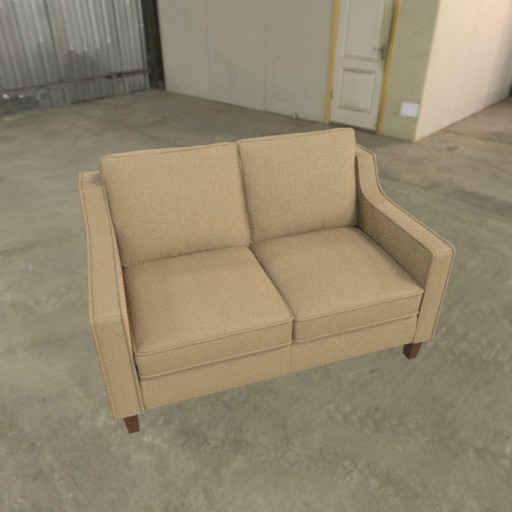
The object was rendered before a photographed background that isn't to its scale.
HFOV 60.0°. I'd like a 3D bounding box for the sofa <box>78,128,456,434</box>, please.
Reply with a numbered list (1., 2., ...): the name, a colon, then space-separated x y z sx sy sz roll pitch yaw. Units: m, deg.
1. sofa: 0.000 0.000 2.150 1.501 0.971 0.987 -10 33 -15
